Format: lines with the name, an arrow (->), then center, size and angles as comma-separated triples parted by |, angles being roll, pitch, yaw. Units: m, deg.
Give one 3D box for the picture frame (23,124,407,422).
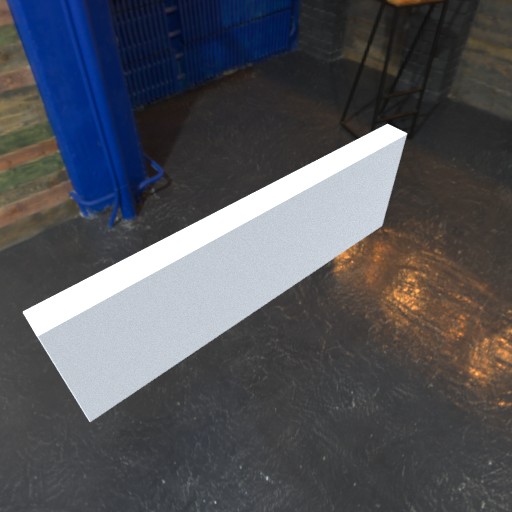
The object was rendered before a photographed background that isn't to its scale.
picture frame -> 0.000, 0.000, 0.829 | 0.759, 0.250, 0.050 | -31, 53, -27
